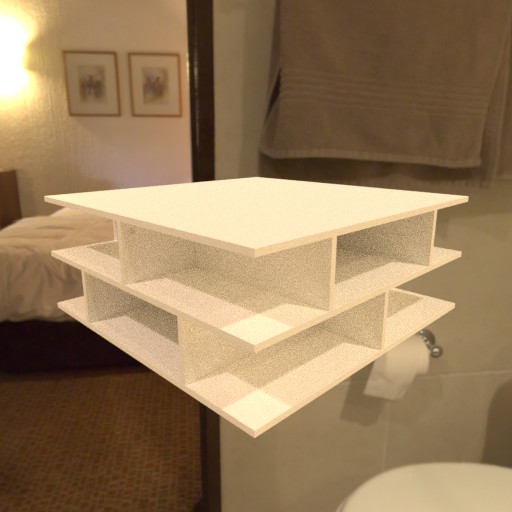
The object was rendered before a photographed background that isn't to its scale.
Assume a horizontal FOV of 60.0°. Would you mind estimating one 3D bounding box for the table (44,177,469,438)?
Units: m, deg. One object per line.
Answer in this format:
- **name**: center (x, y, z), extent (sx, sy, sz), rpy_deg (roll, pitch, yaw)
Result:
- **table**: center (0.000, 0.000, 1.071), extent (0.700, 0.289, 0.700), rpy_deg (-15, 21, -43)
